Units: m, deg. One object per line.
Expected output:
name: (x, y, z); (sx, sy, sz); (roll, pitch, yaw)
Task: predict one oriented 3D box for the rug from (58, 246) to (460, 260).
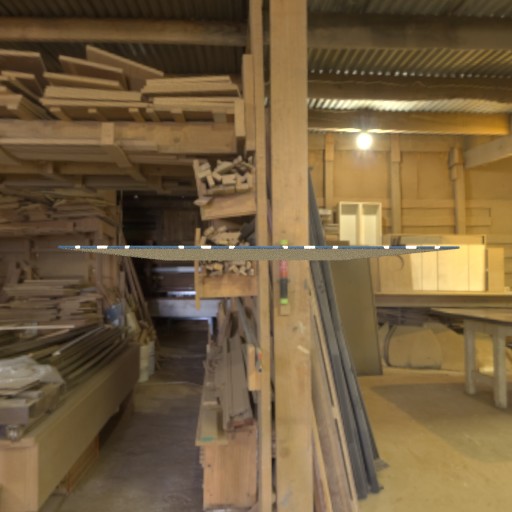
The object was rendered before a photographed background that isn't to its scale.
rug: (0.000, 0.000, 2.737); (1.524, 0.010, 2.134); (0, -2, -1)
